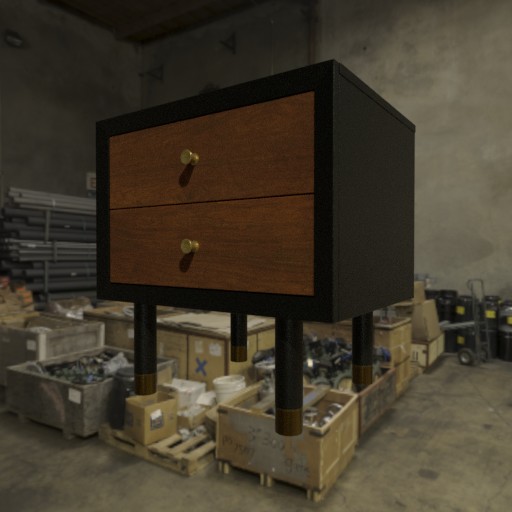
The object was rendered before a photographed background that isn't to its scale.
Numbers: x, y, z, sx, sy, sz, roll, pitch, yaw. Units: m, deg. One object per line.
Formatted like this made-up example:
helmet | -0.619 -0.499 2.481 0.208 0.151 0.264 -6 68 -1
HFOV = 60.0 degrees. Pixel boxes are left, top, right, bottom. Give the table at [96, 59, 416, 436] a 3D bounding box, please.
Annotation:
table | 0.000 0.000 0.976 0.564 0.584 0.441 1 1 35
